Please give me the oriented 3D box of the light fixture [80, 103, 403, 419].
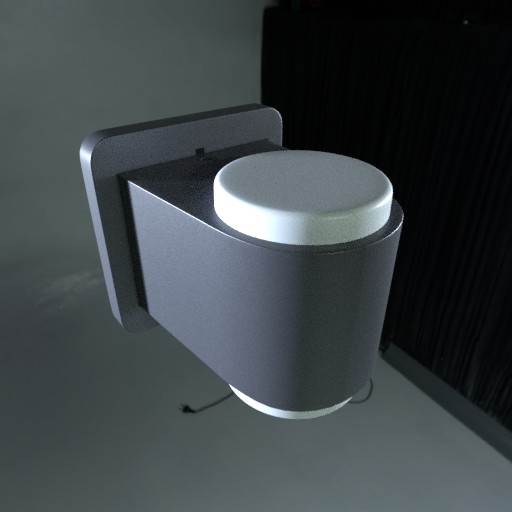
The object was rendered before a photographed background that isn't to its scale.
[{"bbox_3d":[0.000,0.000,0.209,0.109,0.109,0.132,-22,38,-32],"label":"light fixture"}]
